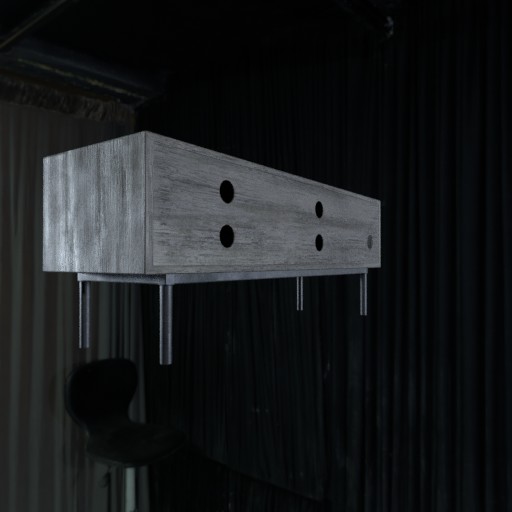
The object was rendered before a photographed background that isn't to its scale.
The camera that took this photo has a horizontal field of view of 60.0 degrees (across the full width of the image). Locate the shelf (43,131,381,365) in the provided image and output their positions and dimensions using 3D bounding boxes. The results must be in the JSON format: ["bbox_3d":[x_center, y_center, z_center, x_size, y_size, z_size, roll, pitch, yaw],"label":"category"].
[{"bbox_3d":[0.000,0.000,1.535,0.400,0.495,1.300,0,-1,36],"label":"shelf"}]
